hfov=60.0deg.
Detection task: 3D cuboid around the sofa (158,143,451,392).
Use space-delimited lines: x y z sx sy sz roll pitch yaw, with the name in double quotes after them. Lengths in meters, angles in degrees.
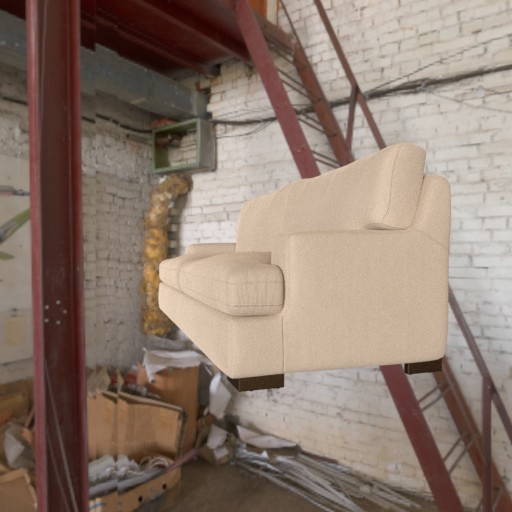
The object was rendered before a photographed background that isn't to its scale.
0.000 0.000 2.614 0.929 0.925 2.147 0 0 -19 "sofa"
